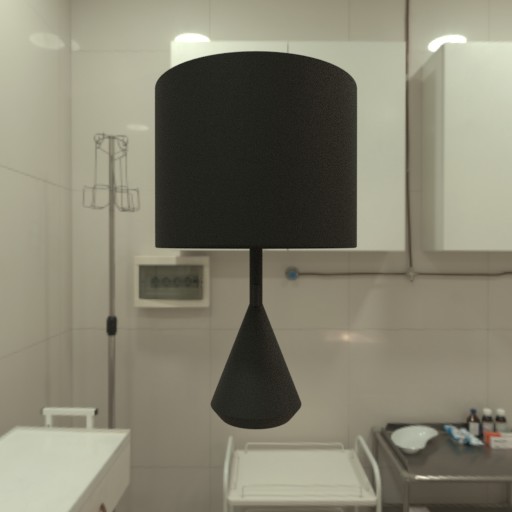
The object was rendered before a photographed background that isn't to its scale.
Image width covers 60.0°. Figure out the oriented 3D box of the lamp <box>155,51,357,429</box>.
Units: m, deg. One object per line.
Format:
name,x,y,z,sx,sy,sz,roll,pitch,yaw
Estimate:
lamp,0.000,0.000,0.808,0.359,0.584,0.359,0,0,0
